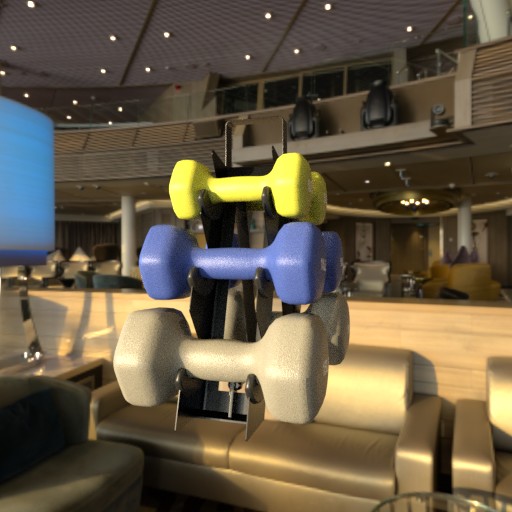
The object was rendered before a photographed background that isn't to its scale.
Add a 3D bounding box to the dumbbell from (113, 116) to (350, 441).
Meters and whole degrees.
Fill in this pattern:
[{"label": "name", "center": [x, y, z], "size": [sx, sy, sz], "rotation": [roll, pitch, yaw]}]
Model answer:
[{"label": "dumbbell", "center": [0.000, 0.000, 0.696], "size": [0.261, 0.426, 0.416], "rotation": [0, 0, 17]}]
